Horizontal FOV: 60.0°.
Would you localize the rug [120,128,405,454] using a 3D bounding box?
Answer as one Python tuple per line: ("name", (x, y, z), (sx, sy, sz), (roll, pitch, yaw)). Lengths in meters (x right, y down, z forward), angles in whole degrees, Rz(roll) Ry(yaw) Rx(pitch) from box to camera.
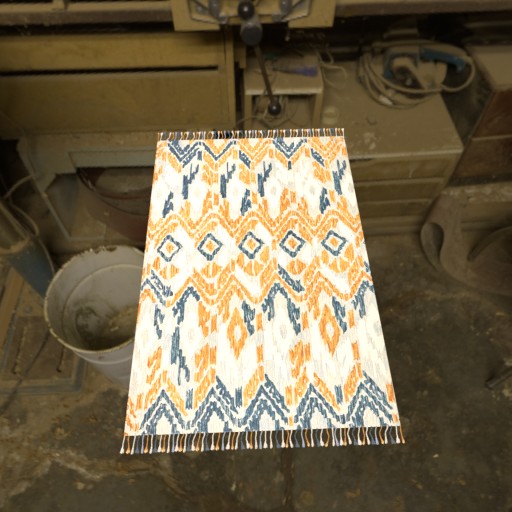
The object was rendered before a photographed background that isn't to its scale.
("rug", (0.000, 0.000, 3.005), (1.533, 0.010, 2.428), (-2, 58, -1))
